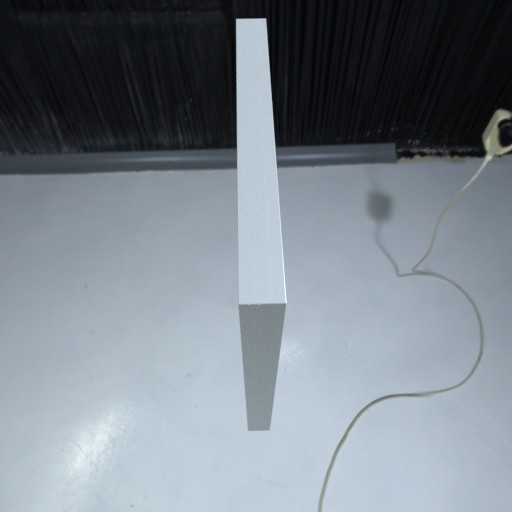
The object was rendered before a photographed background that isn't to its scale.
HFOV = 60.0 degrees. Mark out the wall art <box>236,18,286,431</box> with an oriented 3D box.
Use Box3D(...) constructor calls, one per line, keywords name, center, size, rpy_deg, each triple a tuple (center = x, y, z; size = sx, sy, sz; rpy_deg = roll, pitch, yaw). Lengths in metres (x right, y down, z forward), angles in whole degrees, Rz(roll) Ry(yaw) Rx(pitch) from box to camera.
Box3D(name="wall art", center=(0.000, 0.000, 0.510), size=(0.030, 0.379, 0.308), rpy_deg=(-1, 58, -1))
